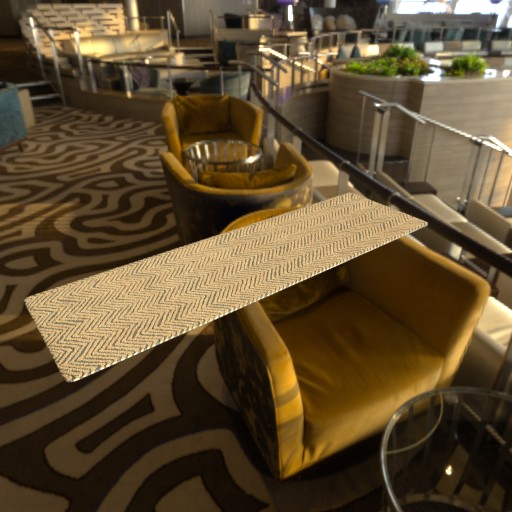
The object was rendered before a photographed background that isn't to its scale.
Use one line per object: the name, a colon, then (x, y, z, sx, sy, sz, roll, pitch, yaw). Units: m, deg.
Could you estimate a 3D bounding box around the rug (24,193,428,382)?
rug: (0.000, 0.000, 2.485, 2.286, 0.008, 0.686, -21, 36, -32)
